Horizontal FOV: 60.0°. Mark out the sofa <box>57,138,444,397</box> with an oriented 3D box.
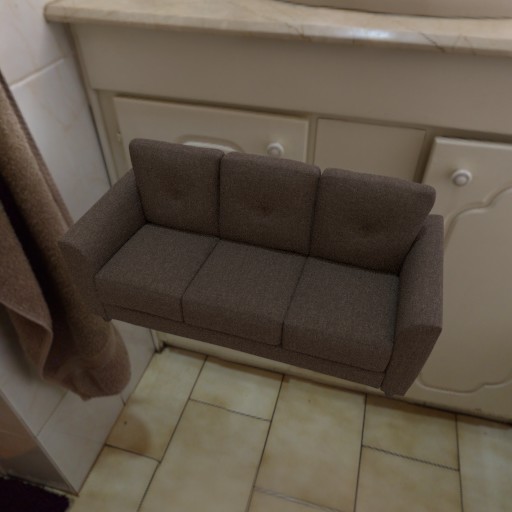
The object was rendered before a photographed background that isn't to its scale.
[{"bbox_3d":[0.000,0.000,2.401,1.847,0.891,0.837,12,43,13],"label":"sofa"}]
